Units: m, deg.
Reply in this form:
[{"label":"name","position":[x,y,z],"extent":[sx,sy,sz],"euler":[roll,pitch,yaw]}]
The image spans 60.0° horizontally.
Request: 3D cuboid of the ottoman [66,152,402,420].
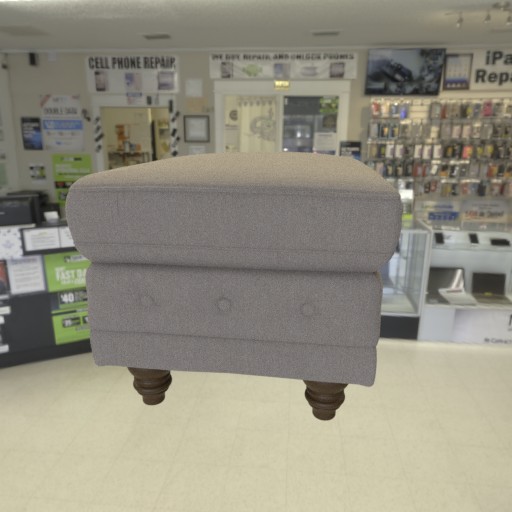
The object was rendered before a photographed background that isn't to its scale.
[{"label":"ottoman","position":[0.000,0.000,1.115],"extent":[0.569,0.500,0.771],"euler":[2,15,8]}]
